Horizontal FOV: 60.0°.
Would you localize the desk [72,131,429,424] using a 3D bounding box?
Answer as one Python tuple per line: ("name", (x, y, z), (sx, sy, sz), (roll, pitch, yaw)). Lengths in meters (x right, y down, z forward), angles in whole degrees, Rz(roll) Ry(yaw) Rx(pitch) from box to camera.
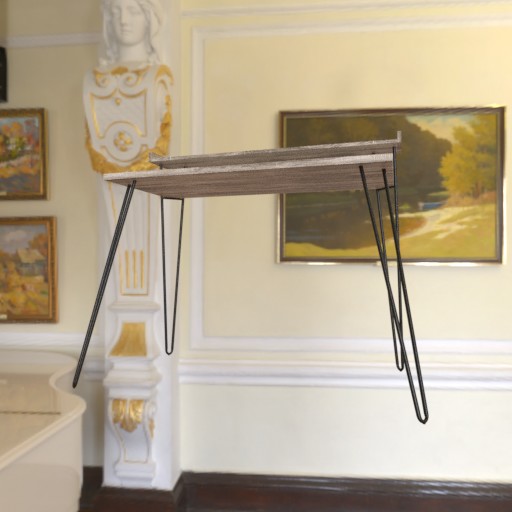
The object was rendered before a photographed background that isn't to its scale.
("desk", (0.000, 0.000, 1.618), (1.135, 0.899, 0.605), (0, -1, 17))
